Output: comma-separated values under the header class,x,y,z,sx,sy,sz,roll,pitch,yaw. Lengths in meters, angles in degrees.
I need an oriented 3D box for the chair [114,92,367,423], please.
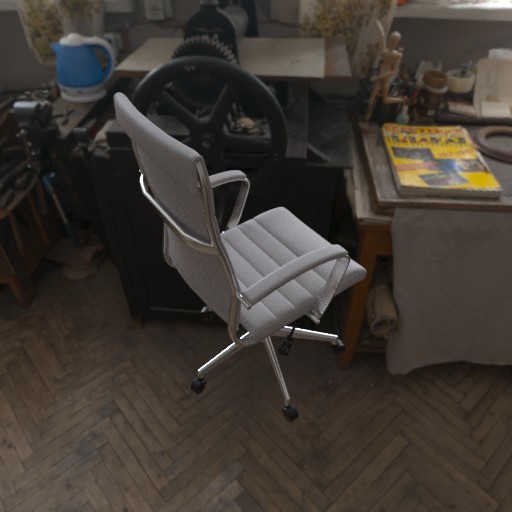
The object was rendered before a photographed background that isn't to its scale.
class,x,y,z,sx,sy,sz,roll,pitch,yaw
chair,0.000,0.000,1.552,0.667,1.149,0.679,-25,47,-26
